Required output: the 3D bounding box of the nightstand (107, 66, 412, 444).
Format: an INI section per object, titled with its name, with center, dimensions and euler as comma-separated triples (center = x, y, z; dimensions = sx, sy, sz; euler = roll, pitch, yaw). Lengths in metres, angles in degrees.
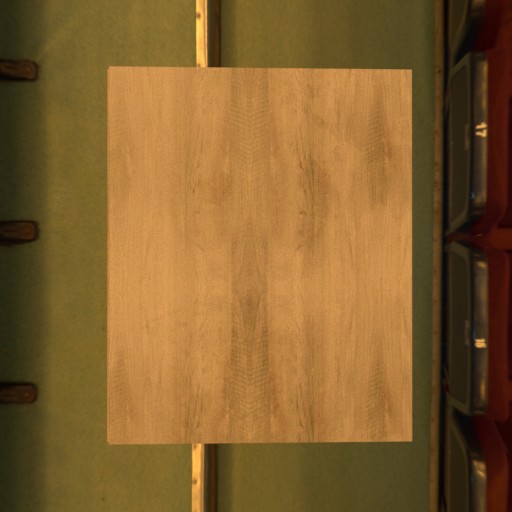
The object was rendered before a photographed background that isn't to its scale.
[nightstand]
center = 0.000, 0.000, 0.727
dimensions = 0.347, 0.448, 0.427
euler = 0, 90, -1
